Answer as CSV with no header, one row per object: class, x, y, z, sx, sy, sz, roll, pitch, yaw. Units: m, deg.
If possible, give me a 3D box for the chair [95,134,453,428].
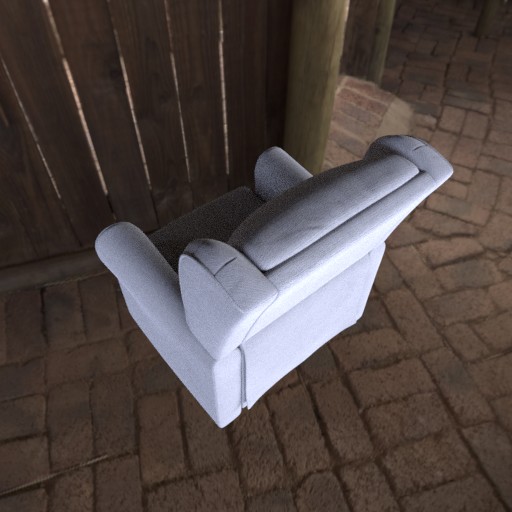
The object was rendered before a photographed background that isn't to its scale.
chair,0.000,0.000,1.637,0.906,0.966,0.854,-32,55,-26
